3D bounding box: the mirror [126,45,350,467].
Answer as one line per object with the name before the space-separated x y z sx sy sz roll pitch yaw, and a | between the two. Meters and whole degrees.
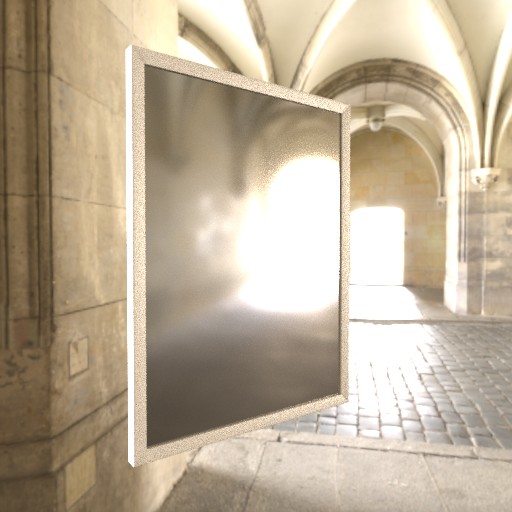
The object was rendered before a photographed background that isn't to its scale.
mirror | 0.000 0.000 1.305 0.762 1.016 0.040 -1 2 -36
